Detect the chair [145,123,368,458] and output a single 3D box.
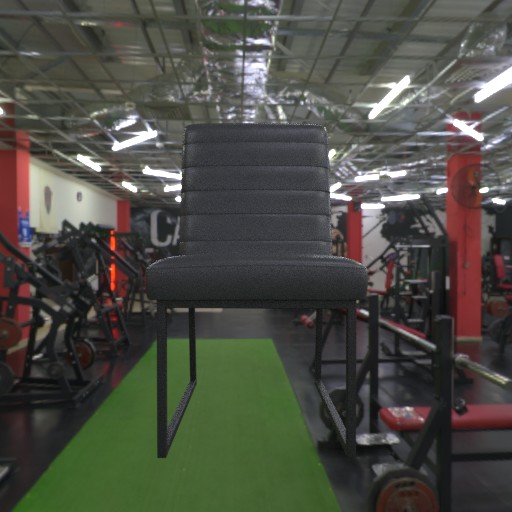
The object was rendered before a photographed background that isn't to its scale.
[{"bbox_3d":[0.000,0.000,1.322,0.520,0.930,0.634,0,1,0],"label":"chair"}]
